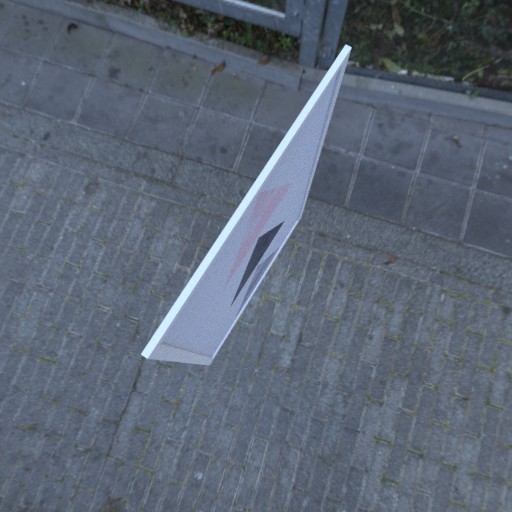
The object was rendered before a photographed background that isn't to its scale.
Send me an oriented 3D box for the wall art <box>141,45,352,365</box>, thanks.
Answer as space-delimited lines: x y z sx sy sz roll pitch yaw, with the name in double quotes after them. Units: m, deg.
0.000 0.000 1.206 0.013 0.940 0.659 31 78 8 "wall art"
